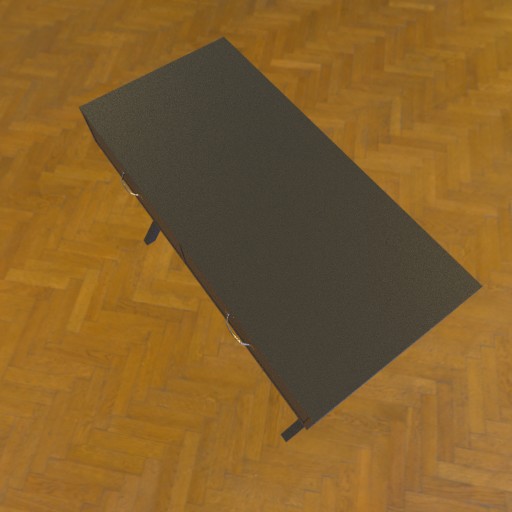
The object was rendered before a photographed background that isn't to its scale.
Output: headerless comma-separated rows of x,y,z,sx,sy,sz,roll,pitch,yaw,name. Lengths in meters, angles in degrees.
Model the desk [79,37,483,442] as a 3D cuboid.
0.000,0.000,1.493,0.525,0.780,1.057,-33,68,-15,desk
